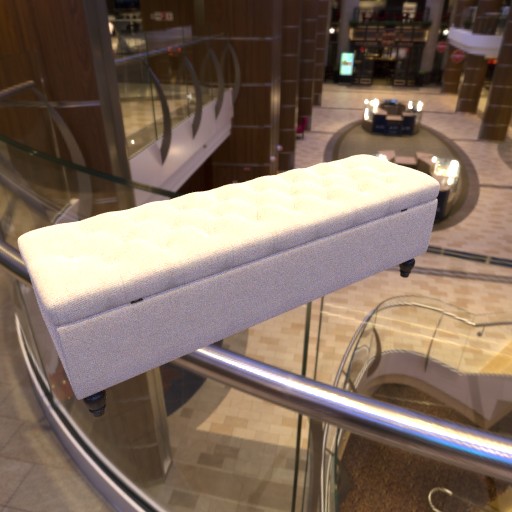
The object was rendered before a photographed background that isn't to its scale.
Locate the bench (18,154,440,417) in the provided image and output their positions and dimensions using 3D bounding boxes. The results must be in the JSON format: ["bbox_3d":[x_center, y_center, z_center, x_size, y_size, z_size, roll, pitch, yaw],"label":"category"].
[{"bbox_3d":[0.000,0.000,1.648,1.480,0.467,0.455,-18,35,-29],"label":"bench"}]
